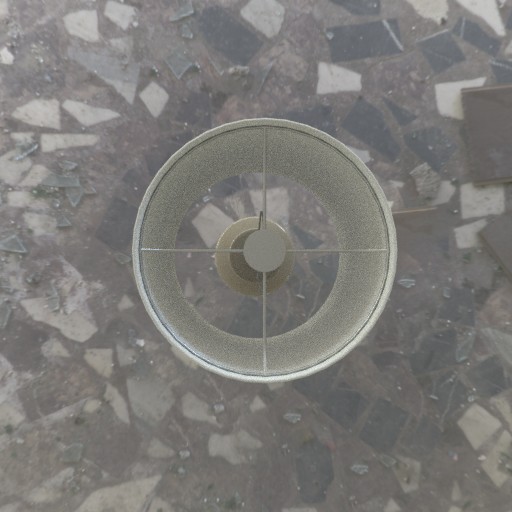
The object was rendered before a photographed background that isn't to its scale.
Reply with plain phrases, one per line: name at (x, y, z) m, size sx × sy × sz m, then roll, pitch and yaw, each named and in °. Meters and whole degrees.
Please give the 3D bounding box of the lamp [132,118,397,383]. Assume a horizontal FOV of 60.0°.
lamp at (0.000, 0.000, 0.599) m, size 0.212 × 0.493 × 0.212 m, roll 0°, pitch 89°, yaw -2°
